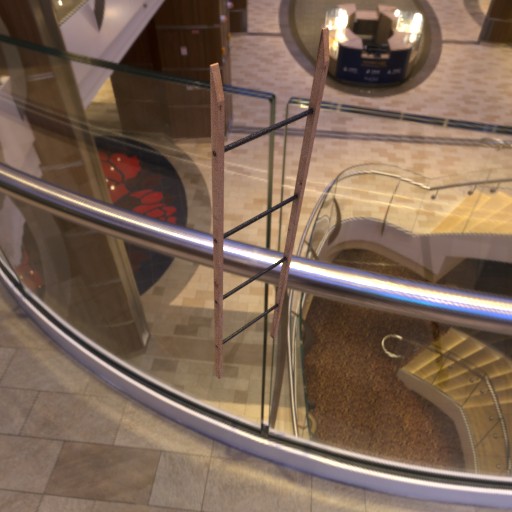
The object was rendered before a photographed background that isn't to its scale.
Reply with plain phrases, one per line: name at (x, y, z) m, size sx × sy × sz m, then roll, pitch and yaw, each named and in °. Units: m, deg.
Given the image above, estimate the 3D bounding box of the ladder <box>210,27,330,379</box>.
ladder at (0.000, 0.000, 1.923) m, size 0.442 × 1.805 × 0.200 m, roll -31°, pitch 53°, yaw -27°
